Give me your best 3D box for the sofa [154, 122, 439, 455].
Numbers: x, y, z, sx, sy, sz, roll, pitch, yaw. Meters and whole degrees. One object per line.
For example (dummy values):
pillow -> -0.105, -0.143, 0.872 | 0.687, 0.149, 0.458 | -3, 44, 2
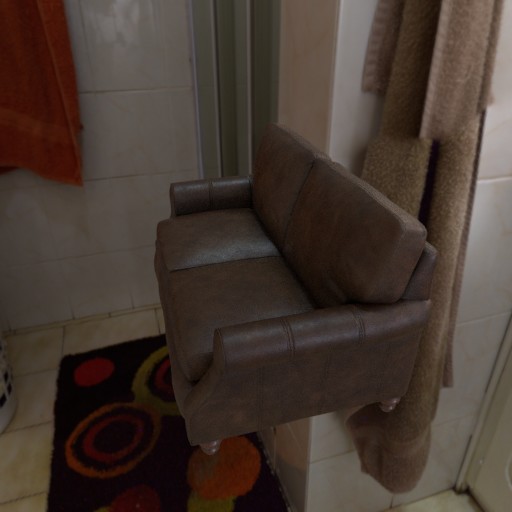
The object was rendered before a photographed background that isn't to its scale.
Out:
sofa -> 0.000, 0.000, 2.221 | 0.990, 0.976, 1.616 | -8, 31, -14
